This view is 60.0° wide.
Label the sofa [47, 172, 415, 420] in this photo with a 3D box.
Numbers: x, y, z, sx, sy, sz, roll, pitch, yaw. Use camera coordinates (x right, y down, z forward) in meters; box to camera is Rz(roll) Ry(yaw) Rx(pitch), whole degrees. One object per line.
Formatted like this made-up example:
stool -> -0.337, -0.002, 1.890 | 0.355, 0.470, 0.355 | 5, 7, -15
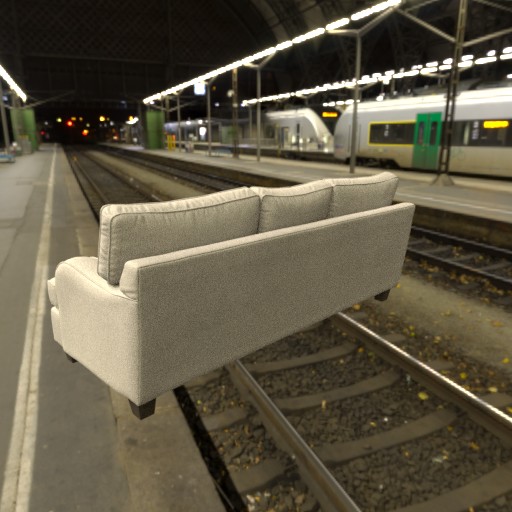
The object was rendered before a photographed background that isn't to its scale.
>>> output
sofa -> 0.000, 0.000, 2.875 | 2.323, 0.991, 1.016 | -15, 21, -43
